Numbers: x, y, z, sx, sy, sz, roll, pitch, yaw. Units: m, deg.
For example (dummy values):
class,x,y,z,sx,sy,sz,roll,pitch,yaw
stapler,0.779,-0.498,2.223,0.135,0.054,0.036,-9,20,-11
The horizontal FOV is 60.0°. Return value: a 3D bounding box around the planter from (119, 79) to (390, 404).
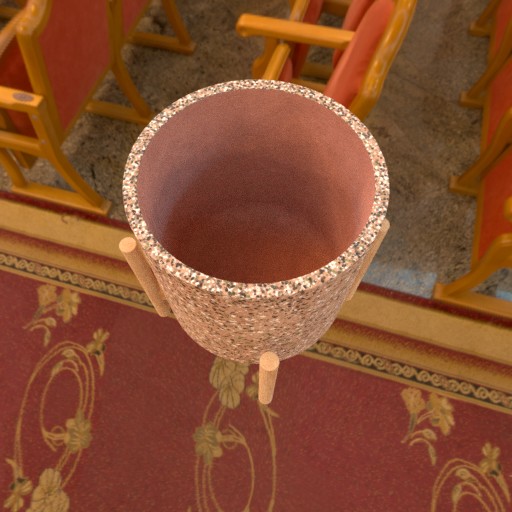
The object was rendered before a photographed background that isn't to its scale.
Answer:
class,x,y,z,sx,sy,sz,roll,pitch,yaw
planter,0.000,0.000,0.694,0.360,0.419,0.360,15,65,8
